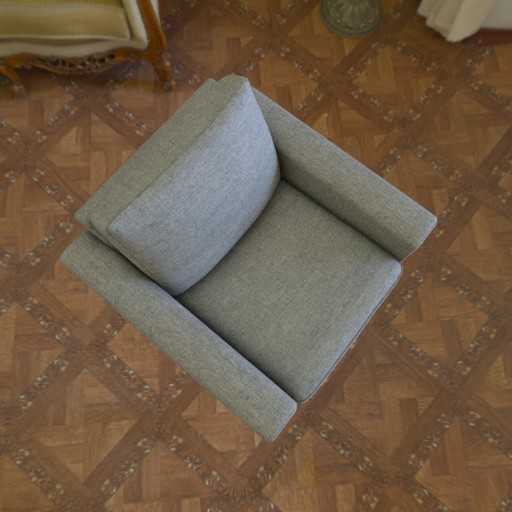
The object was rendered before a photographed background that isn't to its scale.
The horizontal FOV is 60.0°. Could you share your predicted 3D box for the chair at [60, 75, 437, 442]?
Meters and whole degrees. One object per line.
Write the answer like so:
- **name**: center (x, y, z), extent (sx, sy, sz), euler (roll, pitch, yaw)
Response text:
- **chair**: center (0.000, 0.000, 1.820), extent (1.038, 1.010, 1.024), euler (38, 78, 10)
